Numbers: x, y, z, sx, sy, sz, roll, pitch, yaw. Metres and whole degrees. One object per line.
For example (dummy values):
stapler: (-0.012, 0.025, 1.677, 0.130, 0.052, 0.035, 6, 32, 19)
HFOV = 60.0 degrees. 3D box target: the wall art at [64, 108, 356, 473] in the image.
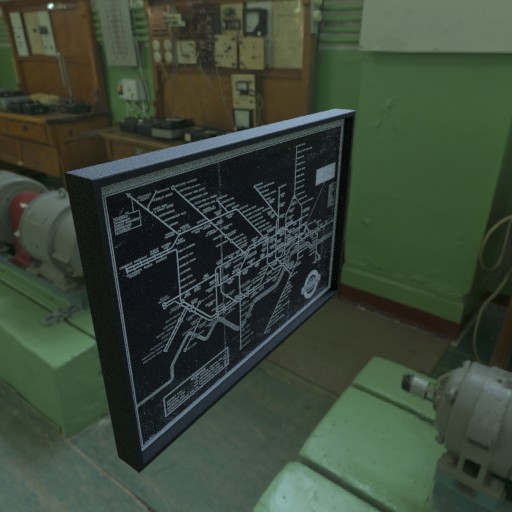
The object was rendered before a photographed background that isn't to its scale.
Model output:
wall art: (0.000, 0.000, 0.831, 0.051, 0.456, 0.671, 17, 31, 32)
